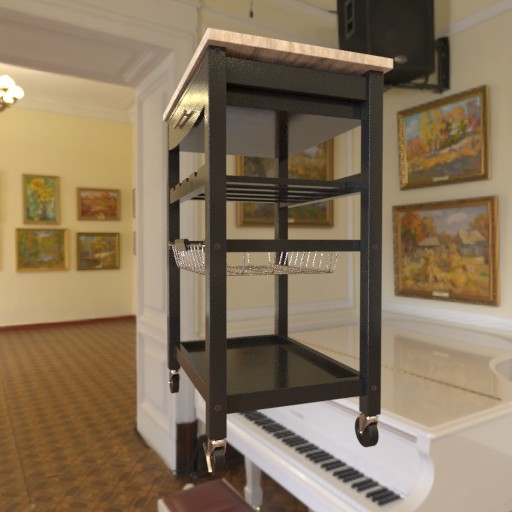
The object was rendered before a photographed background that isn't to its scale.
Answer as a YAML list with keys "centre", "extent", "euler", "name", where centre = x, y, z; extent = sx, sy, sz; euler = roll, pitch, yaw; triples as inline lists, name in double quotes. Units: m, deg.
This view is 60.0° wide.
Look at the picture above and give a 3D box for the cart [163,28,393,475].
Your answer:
- centre: [0.000, 0.000, 1.148]
  extent: [0.403, 0.839, 0.584]
  euler: [-1, 2, -20]
  name: "cart"
